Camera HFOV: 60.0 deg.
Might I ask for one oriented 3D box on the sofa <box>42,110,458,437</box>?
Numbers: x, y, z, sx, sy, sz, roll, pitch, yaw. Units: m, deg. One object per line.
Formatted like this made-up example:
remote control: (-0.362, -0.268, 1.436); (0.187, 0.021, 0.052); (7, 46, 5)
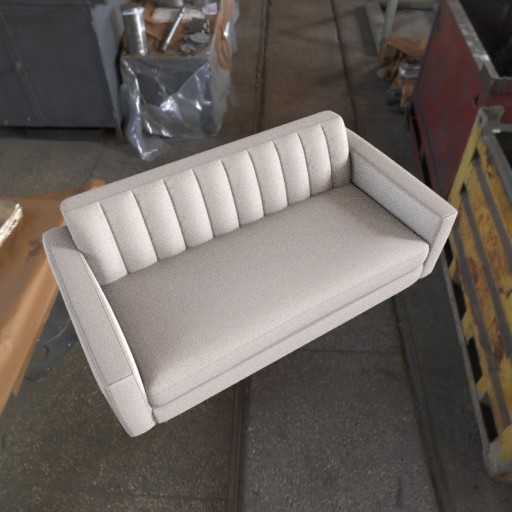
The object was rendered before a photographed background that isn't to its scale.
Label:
sofa: (0.000, 0.000, 2.377); (1.895, 0.814, 0.969); (-24, 52, -20)
